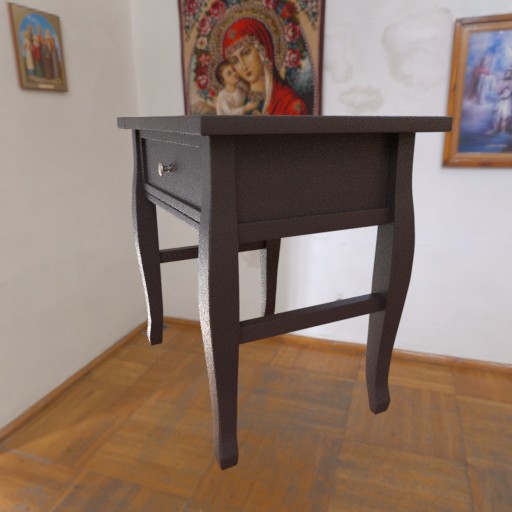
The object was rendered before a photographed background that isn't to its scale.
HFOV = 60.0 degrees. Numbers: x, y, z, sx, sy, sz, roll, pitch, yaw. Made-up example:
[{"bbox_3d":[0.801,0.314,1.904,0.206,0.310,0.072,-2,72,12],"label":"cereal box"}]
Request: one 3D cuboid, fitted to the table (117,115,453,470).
[{"bbox_3d":[0.000,0.000,1.010,0.460,0.605,0.602,-8,19,-25],"label":"table"}]
